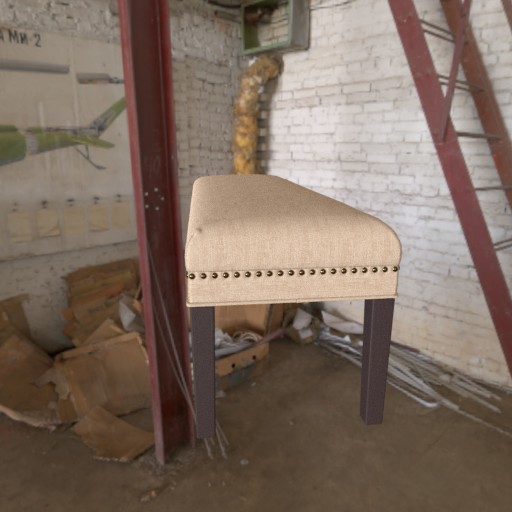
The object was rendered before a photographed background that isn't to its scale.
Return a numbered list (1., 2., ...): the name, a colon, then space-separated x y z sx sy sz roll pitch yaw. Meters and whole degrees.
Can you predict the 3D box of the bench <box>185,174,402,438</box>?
1. bench: 0.000 0.000 1.435 0.410 0.457 1.219 -2 14 -7
